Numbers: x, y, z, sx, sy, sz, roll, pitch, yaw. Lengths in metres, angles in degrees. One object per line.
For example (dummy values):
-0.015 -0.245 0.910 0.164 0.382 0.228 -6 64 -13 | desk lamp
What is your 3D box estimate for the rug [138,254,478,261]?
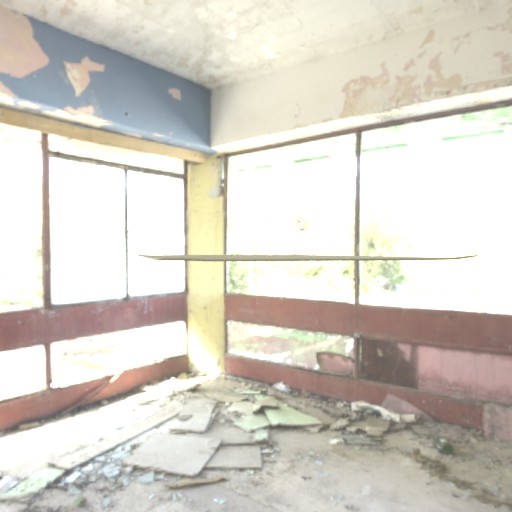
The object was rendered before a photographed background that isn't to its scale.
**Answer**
0.000 0.000 2.462 1.214 0.023 1.947 0 1 -17 | rug
